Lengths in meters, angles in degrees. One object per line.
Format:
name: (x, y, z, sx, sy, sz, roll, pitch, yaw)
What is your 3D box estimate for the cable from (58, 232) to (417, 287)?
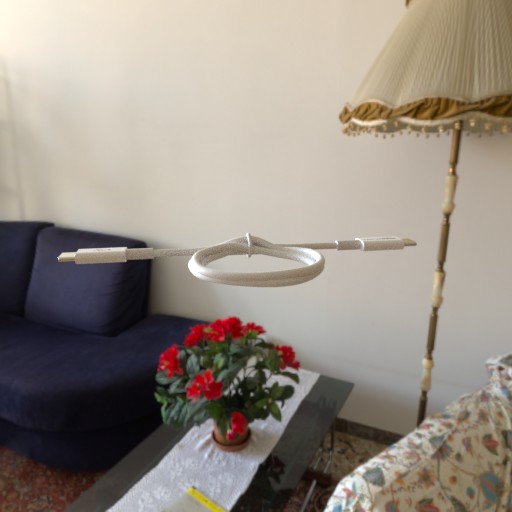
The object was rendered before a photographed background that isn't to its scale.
cable: (0.000, 0.000, 0.228, 0.203, 0.014, 0.070, -3, 16, -10)
